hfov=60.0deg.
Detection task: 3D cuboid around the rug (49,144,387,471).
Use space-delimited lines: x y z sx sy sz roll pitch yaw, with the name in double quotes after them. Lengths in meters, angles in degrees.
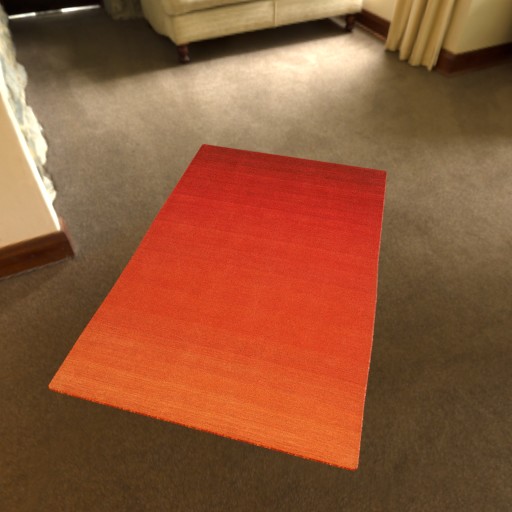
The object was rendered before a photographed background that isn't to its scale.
0.000 0.000 2.262 1.230 0.018 1.835 11 47 10 "rug"
